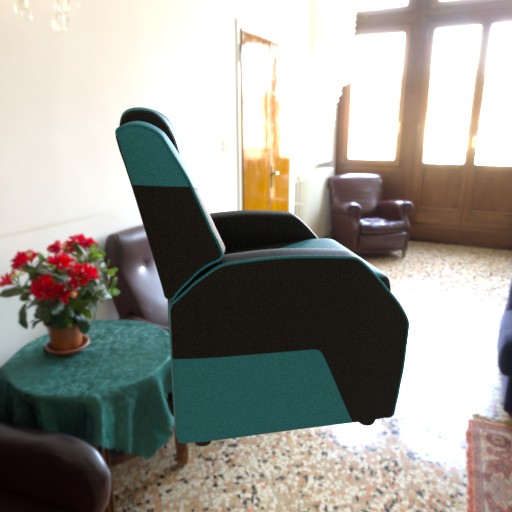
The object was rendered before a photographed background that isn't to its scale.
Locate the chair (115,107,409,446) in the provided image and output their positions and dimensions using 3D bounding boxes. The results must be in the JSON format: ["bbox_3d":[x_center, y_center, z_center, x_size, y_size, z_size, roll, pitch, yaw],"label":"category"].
[{"bbox_3d":[0.000,0.000,1.288,0.672,0.805,0.620,-3,16,-10],"label":"chair"}]
